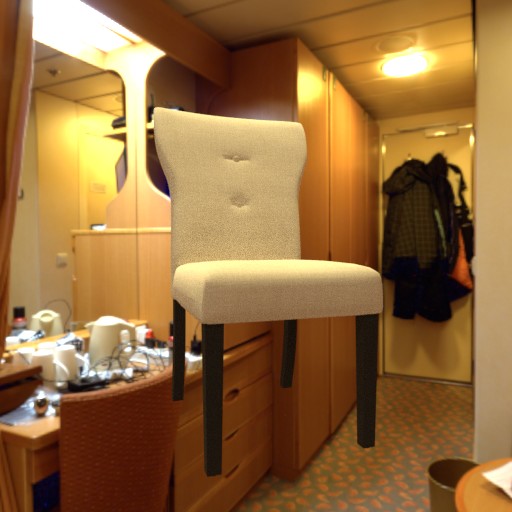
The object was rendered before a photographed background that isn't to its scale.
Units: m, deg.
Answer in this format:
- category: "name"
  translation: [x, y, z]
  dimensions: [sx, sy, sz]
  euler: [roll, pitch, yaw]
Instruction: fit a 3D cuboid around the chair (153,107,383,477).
- category: "chair"
  translation: [0.000, 0.000, 1.250]
  dimensions: [0.509, 0.921, 0.597]
  euler: [-1, 2, -20]
